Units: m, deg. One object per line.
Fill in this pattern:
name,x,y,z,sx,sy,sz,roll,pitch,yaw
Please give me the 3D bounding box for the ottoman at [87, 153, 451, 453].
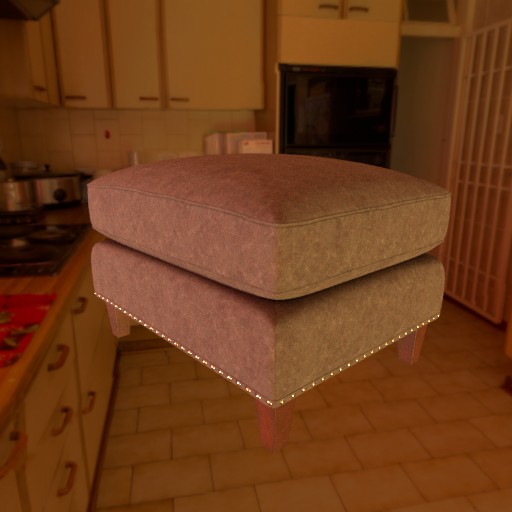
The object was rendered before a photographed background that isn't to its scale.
ottoman,0.000,0.000,1.141,0.584,0.513,0.741,-13,20,-40
